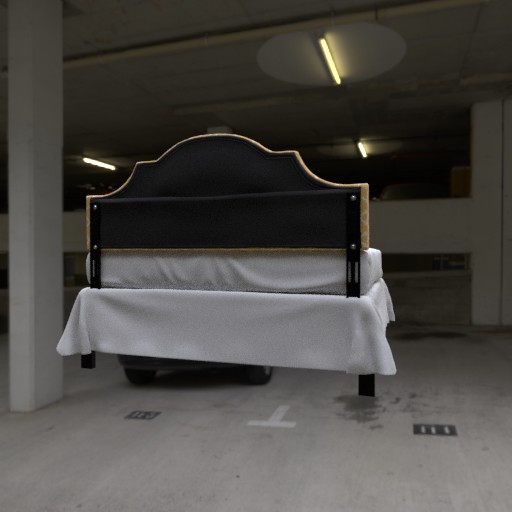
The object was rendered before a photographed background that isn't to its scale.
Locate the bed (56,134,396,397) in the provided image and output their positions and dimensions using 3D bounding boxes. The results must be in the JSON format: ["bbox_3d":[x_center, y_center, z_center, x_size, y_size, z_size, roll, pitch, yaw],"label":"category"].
[{"bbox_3d":[0.000,0.000,3.798,2.314,1.601,2.222,0,1,18],"label":"bed"}]
